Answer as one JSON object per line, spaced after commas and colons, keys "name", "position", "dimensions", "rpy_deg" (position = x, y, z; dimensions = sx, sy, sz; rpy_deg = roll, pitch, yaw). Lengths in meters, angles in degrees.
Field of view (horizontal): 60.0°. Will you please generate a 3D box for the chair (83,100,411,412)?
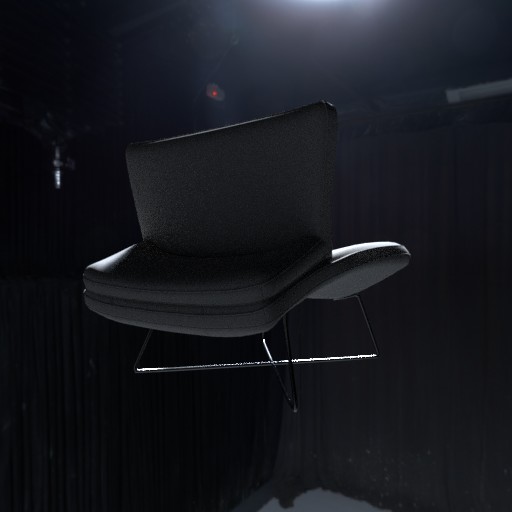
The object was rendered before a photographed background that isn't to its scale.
{"name": "chair", "position": [0.000, 0.000, 1.638], "dimensions": [0.859, 0.855, 1.008], "rpy_deg": [0, 1, 36]}
